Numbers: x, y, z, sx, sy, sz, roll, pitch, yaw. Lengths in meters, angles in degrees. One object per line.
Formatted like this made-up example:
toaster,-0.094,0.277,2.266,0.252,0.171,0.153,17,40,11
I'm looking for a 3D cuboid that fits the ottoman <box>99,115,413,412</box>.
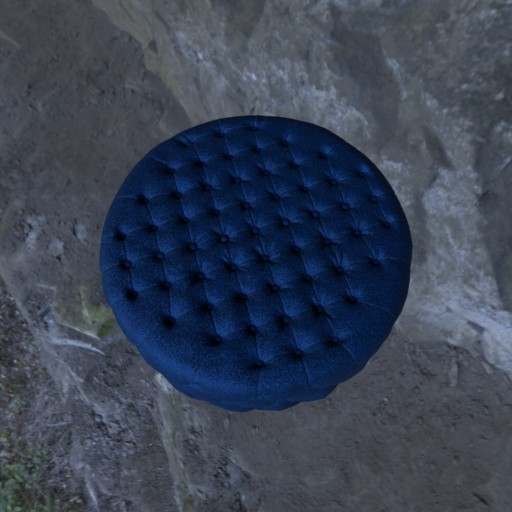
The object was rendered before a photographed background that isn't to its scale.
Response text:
ottoman,0.000,0.000,1.518,0.998,0.398,0.998,0,64,0
